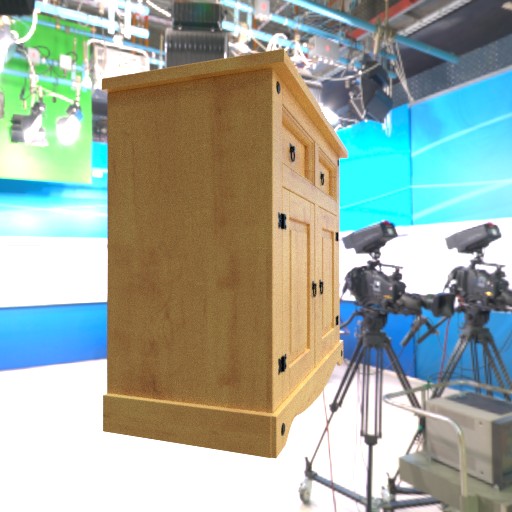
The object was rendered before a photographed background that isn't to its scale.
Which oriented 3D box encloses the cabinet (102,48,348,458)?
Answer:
[{"bbox_3d":[0.000,0.000,1.408,0.450,0.840,0.920,0,0,20],"label":"cabinet"}]
